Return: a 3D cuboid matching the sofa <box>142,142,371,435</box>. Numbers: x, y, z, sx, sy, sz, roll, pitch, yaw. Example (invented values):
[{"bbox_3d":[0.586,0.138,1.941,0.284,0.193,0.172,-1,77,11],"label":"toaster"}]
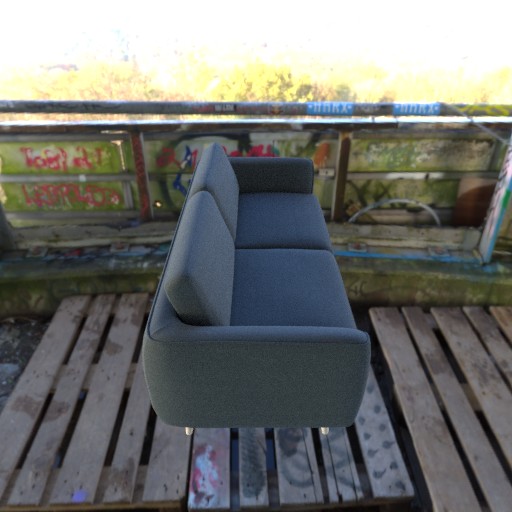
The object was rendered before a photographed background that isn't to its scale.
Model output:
[{"bbox_3d":[0.000,0.000,2.525,0.920,0.850,2.000,0,32,0],"label":"sofa"}]
